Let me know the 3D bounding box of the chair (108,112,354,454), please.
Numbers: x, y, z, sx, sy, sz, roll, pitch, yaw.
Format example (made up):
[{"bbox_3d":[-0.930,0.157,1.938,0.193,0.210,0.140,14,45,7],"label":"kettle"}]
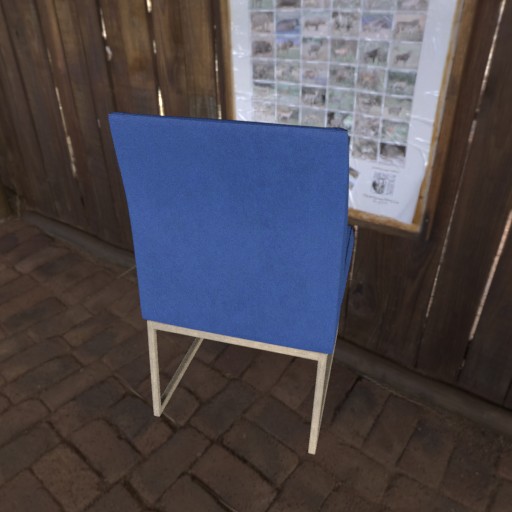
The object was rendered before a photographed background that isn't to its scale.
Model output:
[{"bbox_3d":[0.000,0.000,1.235,0.508,0.863,0.522,8,32,13],"label":"chair"}]
